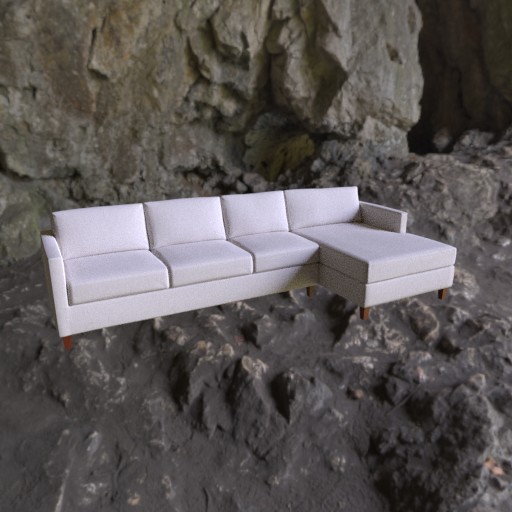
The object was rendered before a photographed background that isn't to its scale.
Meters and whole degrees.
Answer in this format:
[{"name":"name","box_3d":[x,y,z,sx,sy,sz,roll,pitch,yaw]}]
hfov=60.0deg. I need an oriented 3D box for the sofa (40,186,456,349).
[{"name":"sofa","box_3d":[0.000,0.000,4.060,3.471,0.954,1.599,-9,19,-27]}]
